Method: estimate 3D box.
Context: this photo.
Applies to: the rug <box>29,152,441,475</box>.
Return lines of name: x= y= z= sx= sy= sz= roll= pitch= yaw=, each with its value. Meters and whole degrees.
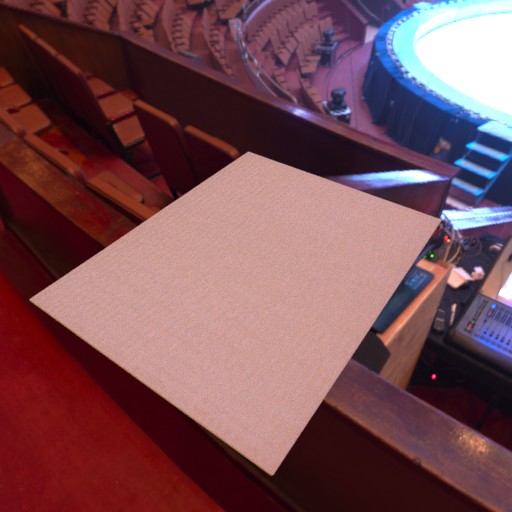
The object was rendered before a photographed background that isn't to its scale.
rug: x=0.000 y=0.000 z=4.050 sx=2.410 sy=0.021 sz=3.055 roll=25 pitch=48 yaw=26
